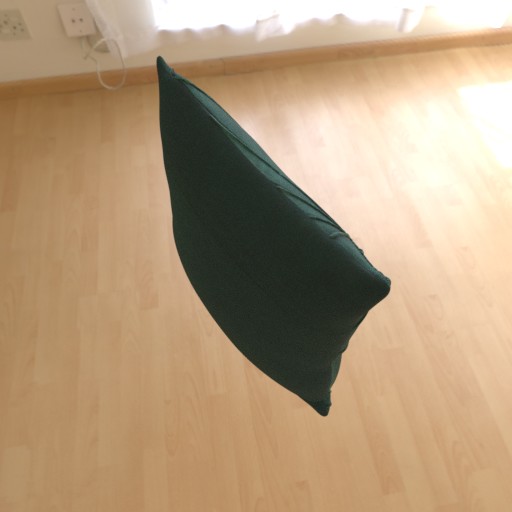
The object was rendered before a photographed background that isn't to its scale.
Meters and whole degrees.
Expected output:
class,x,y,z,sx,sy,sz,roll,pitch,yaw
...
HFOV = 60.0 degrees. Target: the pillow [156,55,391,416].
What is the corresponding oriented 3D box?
class,x,y,z,sx,sy,sz,roll,pitch,yaw
pillow,0.000,0.000,0.665,0.184,0.440,0.439,-31,63,-18
